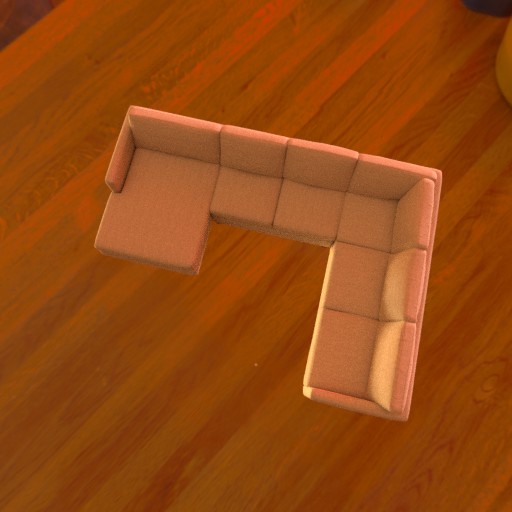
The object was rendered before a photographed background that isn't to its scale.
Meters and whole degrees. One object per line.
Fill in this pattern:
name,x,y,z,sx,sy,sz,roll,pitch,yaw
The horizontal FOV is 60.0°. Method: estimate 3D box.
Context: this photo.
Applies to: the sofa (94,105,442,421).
sofa,0.000,0.000,4.683,3.460,0.961,2.594,13,77,3
